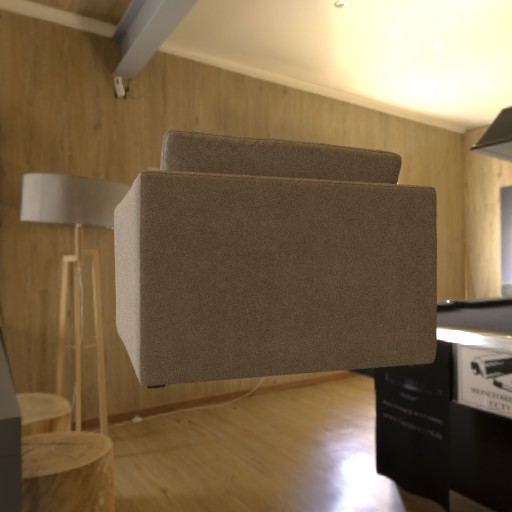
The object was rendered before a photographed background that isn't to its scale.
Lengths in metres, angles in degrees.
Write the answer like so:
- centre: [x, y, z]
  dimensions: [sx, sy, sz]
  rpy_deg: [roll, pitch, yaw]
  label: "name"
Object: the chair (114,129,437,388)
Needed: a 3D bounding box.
- centre: [0.000, 0.000, 1.938]
  dimensions: [1.190, 0.845, 1.091]
  rpy_deg: [0, -1, -17]
  label: "chair"
